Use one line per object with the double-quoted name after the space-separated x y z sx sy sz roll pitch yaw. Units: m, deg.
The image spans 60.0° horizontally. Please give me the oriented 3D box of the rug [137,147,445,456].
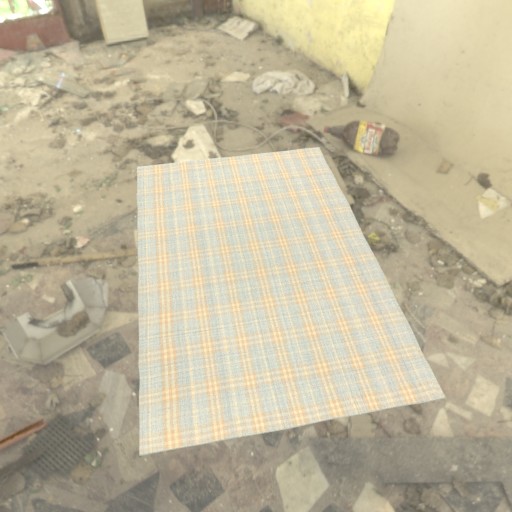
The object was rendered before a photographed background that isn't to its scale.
0.000 0.000 2.328 1.231 0.012 1.835 -8 48 -7 "rug"
